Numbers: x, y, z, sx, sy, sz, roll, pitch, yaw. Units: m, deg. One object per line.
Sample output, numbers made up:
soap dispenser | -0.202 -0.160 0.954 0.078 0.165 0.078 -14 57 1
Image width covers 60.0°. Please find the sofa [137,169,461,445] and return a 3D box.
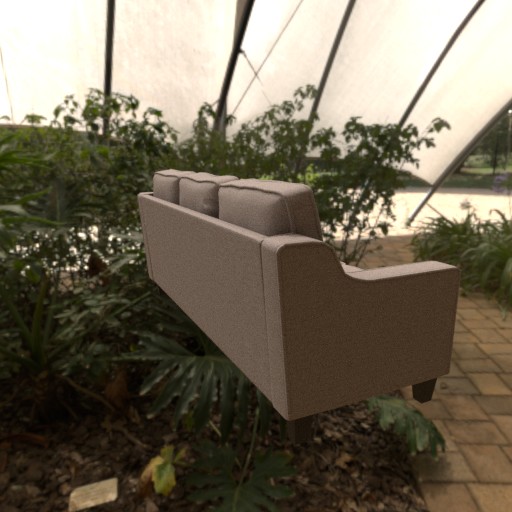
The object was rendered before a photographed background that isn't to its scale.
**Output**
sofa | 0.000 0.000 2.576 0.899 0.950 2.129 -6 14 -26
